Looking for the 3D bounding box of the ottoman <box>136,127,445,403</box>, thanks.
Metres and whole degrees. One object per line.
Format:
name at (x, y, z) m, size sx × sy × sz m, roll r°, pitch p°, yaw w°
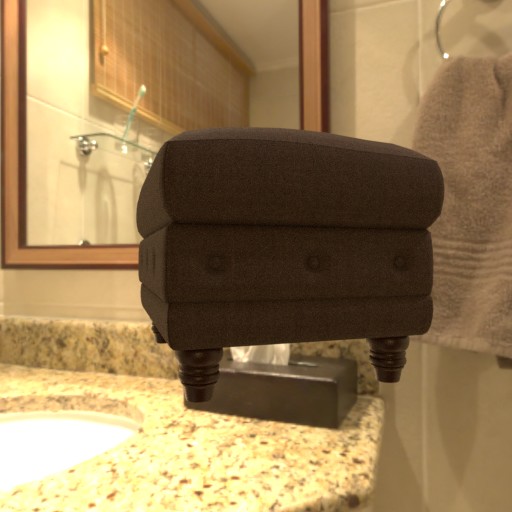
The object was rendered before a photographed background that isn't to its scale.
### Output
ottoman at (0.000, 0.000, 1.218) m, size 0.599 × 0.555 × 0.809 m, roll 0°, pitch 0°, yaw -18°
